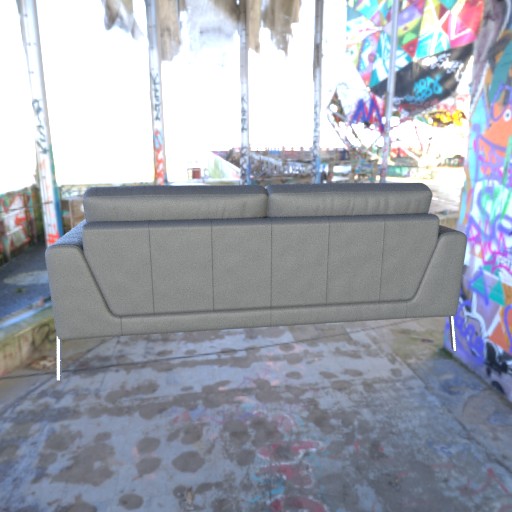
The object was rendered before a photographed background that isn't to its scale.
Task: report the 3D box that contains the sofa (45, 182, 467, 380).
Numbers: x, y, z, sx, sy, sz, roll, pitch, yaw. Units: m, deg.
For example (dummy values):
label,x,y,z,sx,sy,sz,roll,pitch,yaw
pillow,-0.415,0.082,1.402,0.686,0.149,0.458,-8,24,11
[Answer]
label,x,y,z,sx,sy,sz,roll,pitch,yaw
sofa,0.000,0.000,2.543,2.017,0.875,0.953,-2,15,-8
